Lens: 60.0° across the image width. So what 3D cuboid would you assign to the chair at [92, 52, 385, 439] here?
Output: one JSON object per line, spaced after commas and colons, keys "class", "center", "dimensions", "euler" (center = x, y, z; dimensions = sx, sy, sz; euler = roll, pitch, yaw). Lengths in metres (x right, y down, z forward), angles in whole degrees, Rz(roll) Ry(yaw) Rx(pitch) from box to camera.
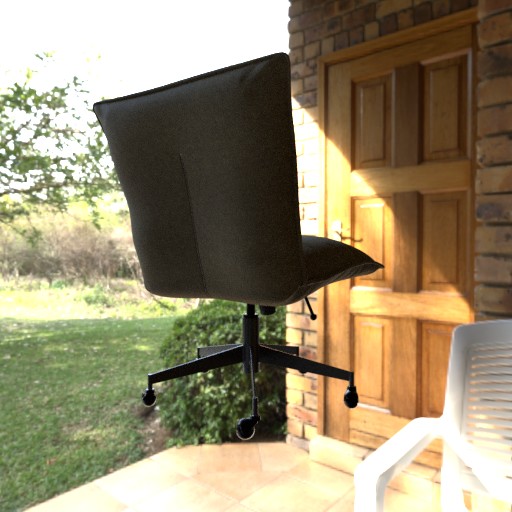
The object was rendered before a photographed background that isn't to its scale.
{"class": "chair", "center": [0.000, 0.000, 1.281], "dimensions": [0.597, 0.811, 0.696], "euler": [1, 1, 34]}
